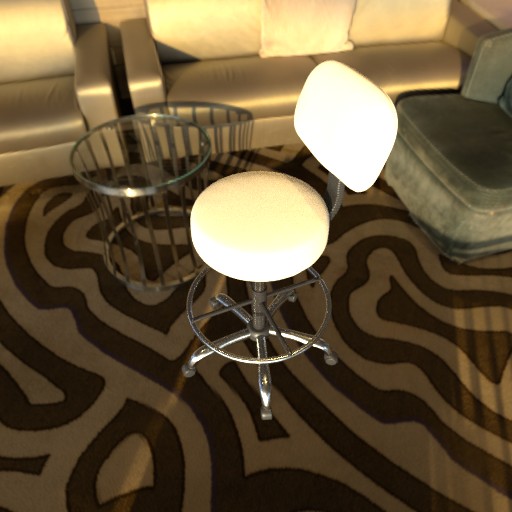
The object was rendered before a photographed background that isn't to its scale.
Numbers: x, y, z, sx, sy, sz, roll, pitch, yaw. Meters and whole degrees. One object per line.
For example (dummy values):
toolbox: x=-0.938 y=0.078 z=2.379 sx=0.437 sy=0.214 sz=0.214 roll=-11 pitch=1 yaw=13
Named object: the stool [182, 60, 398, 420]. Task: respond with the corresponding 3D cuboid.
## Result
stool: x=0.000 y=0.000 z=1.435 sx=0.616 sy=1.080 sz=0.609 roll=-17 pitch=48 yaw=-16
